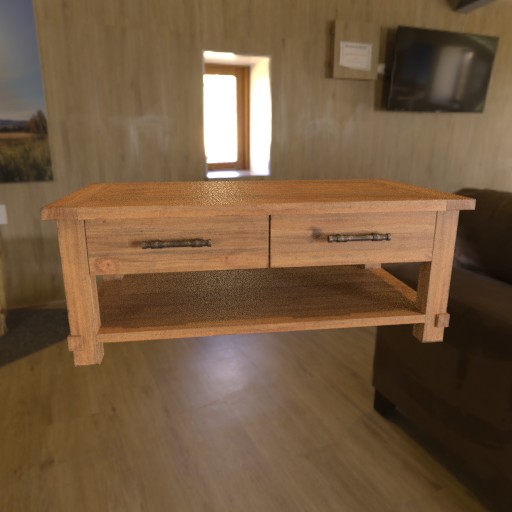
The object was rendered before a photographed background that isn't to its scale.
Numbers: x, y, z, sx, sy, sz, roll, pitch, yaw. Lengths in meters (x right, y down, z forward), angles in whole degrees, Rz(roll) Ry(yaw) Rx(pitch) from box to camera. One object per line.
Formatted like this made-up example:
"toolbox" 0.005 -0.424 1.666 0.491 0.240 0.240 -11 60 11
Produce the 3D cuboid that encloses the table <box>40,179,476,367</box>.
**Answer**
"table" 0.000 0.000 1.659 1.270 0.494 0.693 -2 15 -8
